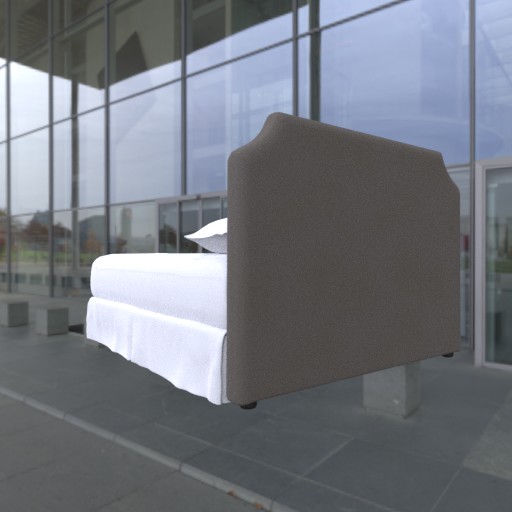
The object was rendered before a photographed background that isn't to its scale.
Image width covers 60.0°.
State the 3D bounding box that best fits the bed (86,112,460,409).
[{"bbox_3d":[0.000,0.000,3.813,2.194,1.561,2.536,0,0,-37],"label":"bed"}]
